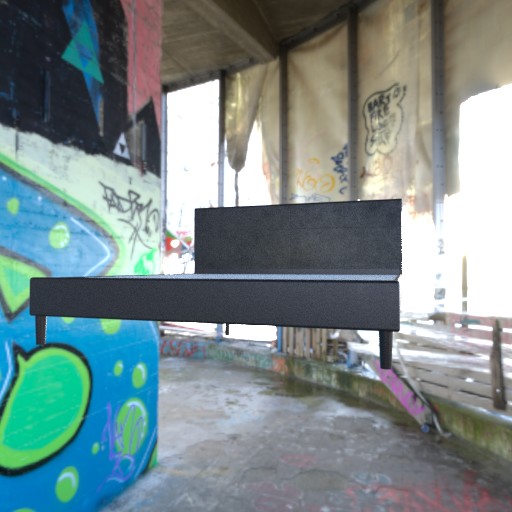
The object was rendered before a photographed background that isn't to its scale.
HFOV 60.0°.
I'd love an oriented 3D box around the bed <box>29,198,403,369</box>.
[{"bbox_3d":[0.000,0.000,3.234,2.018,1.046,2.152,0,-2,19],"label":"bed"}]
